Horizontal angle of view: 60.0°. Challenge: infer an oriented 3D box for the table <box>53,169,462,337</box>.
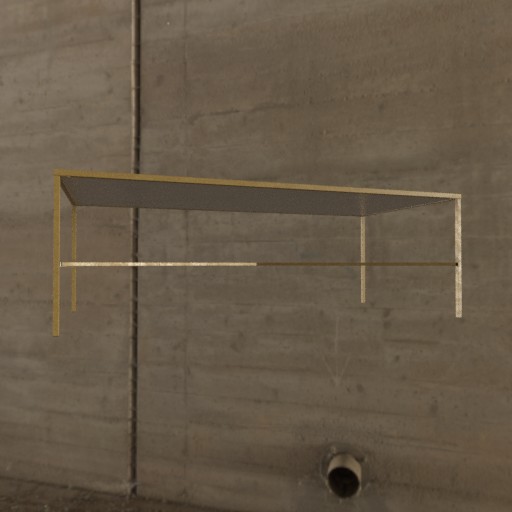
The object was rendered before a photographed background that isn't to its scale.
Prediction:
[{"bbox_3d":[0.000,0.000,1.514,1.206,0.398,0.580,0,-1,-18],"label":"table"}]
